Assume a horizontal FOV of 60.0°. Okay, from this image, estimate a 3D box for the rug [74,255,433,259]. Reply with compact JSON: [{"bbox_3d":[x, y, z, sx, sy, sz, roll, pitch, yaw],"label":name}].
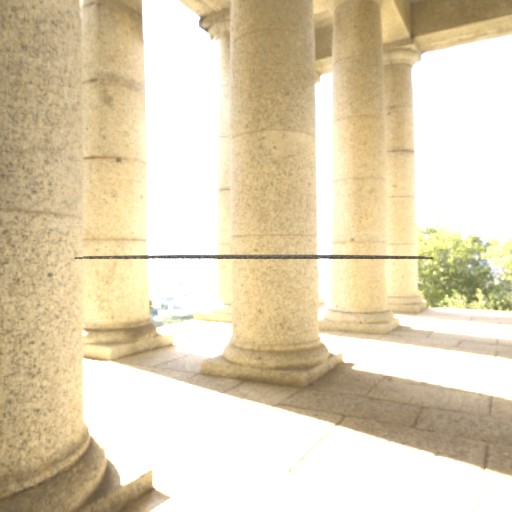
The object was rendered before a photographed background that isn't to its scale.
[{"bbox_3d":[0.000,0.000,3.123,1.548,0.013,2.486,0,0,1],"label":"rug"}]
